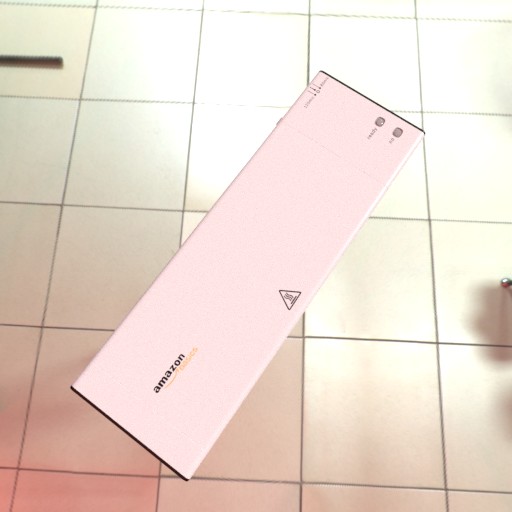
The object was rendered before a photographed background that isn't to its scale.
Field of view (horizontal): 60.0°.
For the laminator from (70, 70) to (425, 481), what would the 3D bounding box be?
[{"bbox_3d":[0.000,0.000,0.387,0.123,0.062,0.340,34,78,9],"label":"laminator"}]
